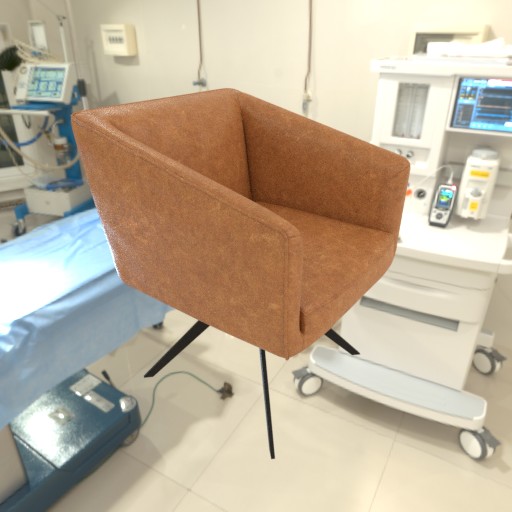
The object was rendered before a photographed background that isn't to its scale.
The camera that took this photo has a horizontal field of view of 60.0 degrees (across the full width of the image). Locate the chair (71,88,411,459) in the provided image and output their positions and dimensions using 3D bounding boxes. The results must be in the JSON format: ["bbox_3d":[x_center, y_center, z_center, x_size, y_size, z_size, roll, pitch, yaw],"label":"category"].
[{"bbox_3d":[0.000,0.000,1.196,0.625,0.760,0.588,19,33,32],"label":"chair"}]
